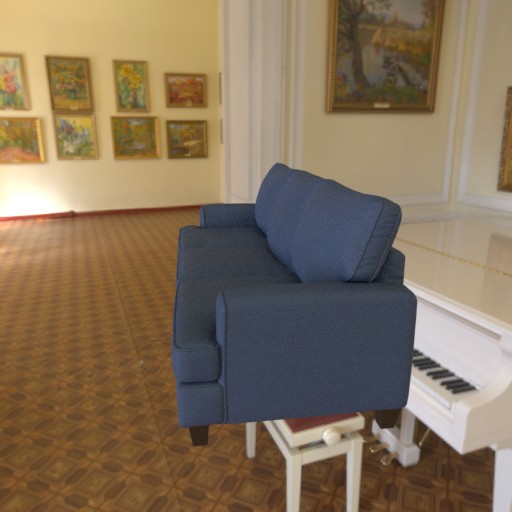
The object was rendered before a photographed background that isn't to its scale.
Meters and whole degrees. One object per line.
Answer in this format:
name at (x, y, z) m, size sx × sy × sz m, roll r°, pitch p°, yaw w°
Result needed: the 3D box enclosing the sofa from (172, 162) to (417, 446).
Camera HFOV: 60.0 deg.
sofa at (0.000, 0.000, 2.637) m, size 0.951 × 0.965 × 2.158 m, roll -2°, pitch 16°, yaw -8°
